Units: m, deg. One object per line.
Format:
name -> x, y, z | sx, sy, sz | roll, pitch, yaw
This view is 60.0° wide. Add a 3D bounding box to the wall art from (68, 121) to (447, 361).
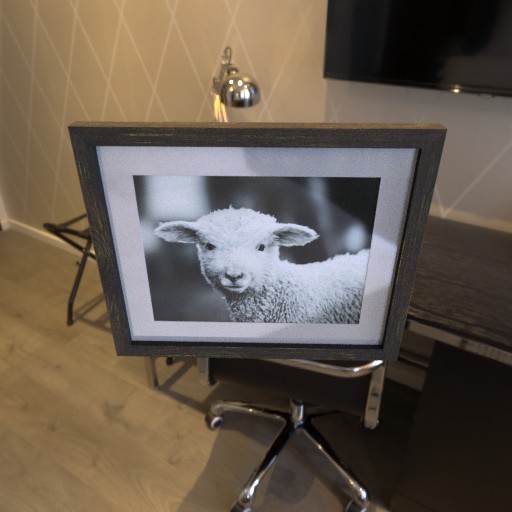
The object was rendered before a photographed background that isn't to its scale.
wall art -> 0.000, 0.000, 0.781 | 0.558, 0.457, 0.032 | 1, 31, 1
